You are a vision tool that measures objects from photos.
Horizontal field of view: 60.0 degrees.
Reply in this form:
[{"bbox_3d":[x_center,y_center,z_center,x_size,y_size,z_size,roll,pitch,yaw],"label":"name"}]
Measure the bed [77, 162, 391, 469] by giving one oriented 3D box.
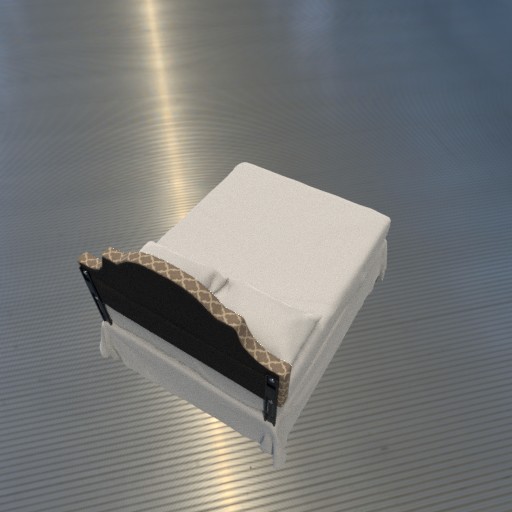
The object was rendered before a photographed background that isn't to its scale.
[{"bbox_3d":[0.000,0.000,3.507,1.780,1.633,2.222,25,53,21],"label":"bed"}]
